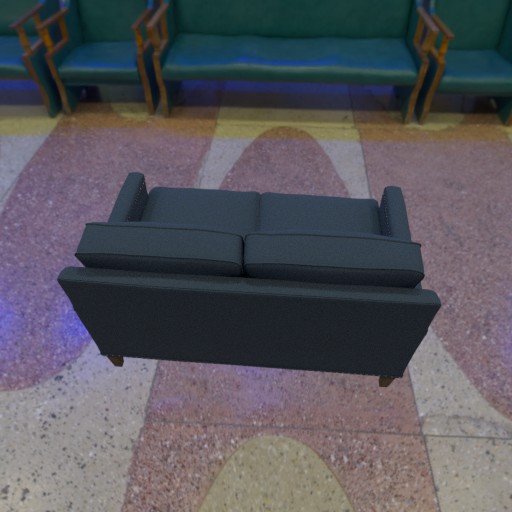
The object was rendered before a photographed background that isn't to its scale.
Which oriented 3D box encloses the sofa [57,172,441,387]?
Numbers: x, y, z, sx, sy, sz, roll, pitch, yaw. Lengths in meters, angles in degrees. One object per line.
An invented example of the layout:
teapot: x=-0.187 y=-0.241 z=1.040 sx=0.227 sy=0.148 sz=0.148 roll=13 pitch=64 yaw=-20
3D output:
sofa: x=0.000 y=0.000 z=2.326 sx=1.597 sy=1.003 sz=1.084 roll=4 pitch=47 yaw=3
